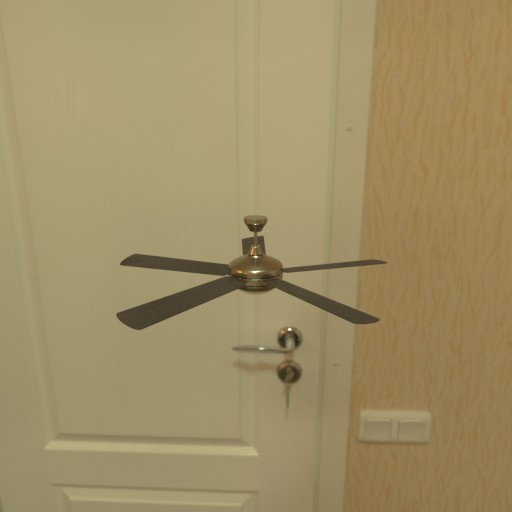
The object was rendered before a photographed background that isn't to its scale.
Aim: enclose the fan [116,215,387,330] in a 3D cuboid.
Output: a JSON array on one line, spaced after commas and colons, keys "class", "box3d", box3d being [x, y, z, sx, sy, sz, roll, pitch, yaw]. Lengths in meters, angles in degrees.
[{"class": "fan", "box3d": [0.000, 0.000, 2.016, 1.321, 0.356, 1.321, -8, 18, -25]}]
